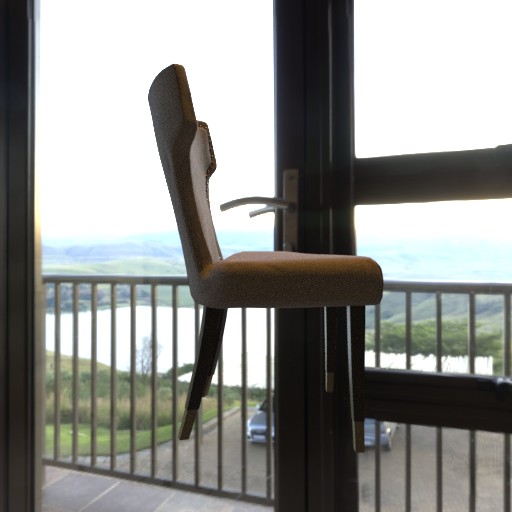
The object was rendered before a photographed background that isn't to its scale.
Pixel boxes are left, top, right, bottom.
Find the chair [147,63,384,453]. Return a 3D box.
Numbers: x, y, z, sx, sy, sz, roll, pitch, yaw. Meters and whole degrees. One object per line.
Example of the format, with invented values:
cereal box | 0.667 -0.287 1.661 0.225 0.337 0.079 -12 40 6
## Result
chair | 0.000 0.000 1.326 0.630 0.950 0.526 0 -1 1
